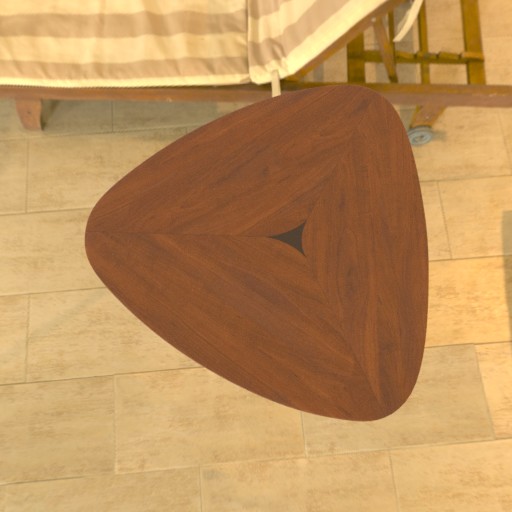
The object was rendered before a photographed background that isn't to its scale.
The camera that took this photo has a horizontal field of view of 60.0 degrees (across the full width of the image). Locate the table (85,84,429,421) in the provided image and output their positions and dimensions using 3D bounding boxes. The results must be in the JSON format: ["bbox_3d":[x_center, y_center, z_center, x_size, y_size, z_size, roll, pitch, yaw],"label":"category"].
[{"bbox_3d":[0.000,0.000,1.261,0.821,0.413,0.833,1,76,0],"label":"table"}]
